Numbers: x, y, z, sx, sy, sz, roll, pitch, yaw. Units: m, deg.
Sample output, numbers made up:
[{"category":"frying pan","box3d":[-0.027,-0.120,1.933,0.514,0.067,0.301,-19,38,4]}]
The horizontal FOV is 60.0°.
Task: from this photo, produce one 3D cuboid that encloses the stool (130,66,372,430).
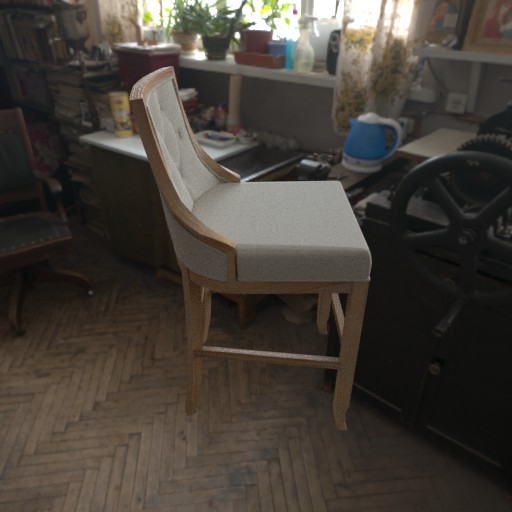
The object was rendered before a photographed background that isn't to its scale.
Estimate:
[{"category":"stool","box3d":[0.000,0.000,1.464,0.626,1.101,0.524,0,32,0]}]
